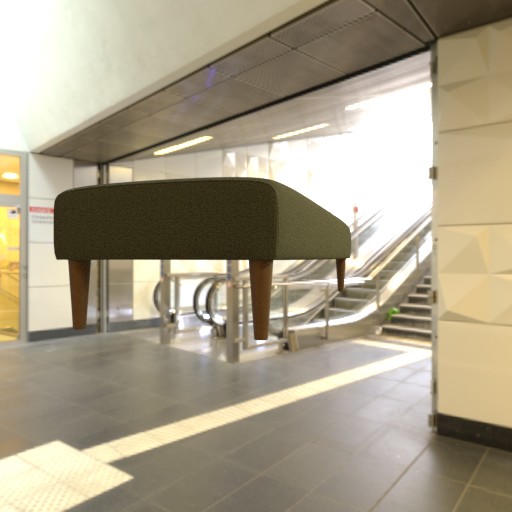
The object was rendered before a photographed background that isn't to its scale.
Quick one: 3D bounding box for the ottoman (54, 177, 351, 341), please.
[{"bbox_3d":[0.000,0.000,1.830,0.646,0.393,1.609,0,0,18],"label":"ottoman"}]
